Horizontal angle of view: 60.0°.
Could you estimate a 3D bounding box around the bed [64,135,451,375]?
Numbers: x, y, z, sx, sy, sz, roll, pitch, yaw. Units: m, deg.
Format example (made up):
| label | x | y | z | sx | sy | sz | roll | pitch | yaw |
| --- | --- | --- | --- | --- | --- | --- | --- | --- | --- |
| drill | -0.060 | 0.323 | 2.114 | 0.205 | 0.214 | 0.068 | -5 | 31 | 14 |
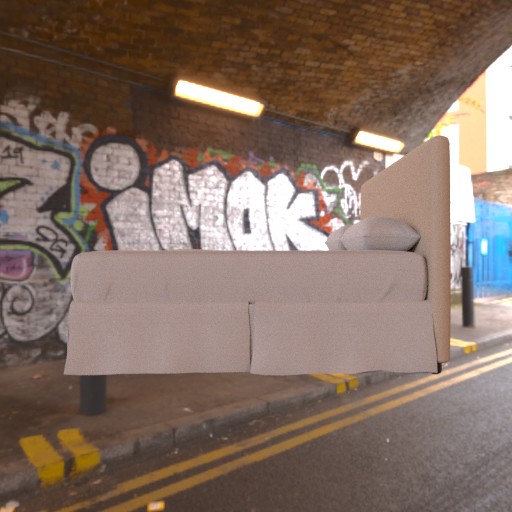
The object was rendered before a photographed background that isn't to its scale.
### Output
| label | x | y | z | sx | sy | sz | roll | pitch | yaw |
| --- | --- | --- | --- | --- | --- | --- | --- | --- | --- |
| bed | 0.000 | 0.000 | 3.236 | 2.142 | 1.330 | 1.748 | 0 | 0 | 0 |
